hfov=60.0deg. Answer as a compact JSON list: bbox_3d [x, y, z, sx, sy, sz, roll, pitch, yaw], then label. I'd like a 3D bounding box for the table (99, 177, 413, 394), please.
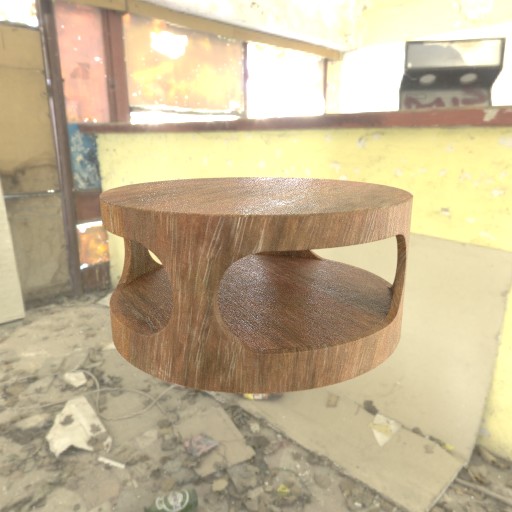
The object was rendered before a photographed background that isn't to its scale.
[{"bbox_3d":[0.000,0.000,1.514,0.974,0.450,0.974,0,15,0],"label":"table"}]
